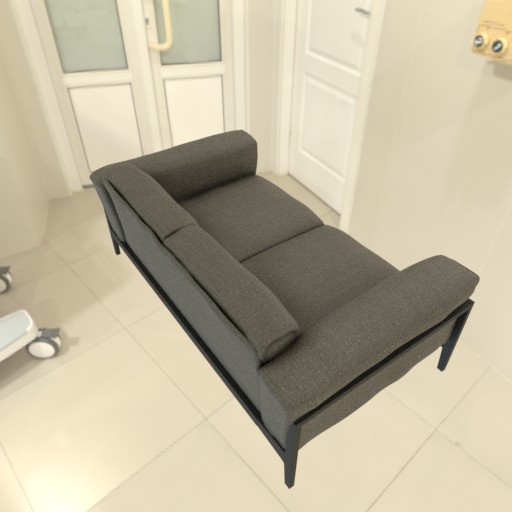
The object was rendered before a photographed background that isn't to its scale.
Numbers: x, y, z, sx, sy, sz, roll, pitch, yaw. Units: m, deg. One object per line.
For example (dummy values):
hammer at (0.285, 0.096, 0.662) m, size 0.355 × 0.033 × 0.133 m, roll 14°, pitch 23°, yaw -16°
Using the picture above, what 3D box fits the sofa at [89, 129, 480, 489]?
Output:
sofa at (0.000, 0.000, 2.122) m, size 0.960 × 0.656 × 1.690 m, roll -24°, pitch 45°, yaw -27°
